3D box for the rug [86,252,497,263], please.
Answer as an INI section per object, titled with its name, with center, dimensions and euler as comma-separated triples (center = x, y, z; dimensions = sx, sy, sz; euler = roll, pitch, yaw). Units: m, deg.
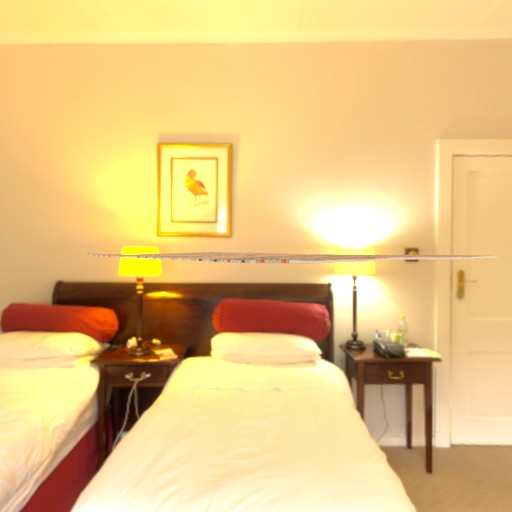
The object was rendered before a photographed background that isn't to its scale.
[rug]
center = 0.000, 0.000, 2.979
dimensions = 1.537, 0.029, 2.439
euler = -1, 1, -37
